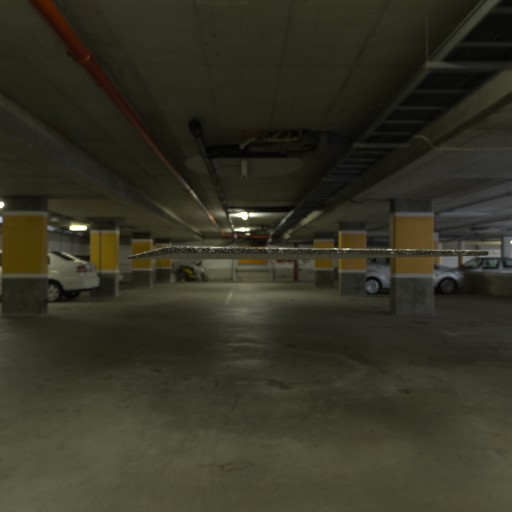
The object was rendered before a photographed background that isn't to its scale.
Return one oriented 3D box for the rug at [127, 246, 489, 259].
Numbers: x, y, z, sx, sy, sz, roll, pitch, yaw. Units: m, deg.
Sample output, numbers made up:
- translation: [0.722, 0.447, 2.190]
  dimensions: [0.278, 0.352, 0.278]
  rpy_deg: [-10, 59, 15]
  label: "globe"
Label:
- translation: [0.000, 0.000, 3.439]
  dimensions: [1.778, 0.030, 2.743]
  rpy_deg: [0, -1, -19]
  label: "rug"
